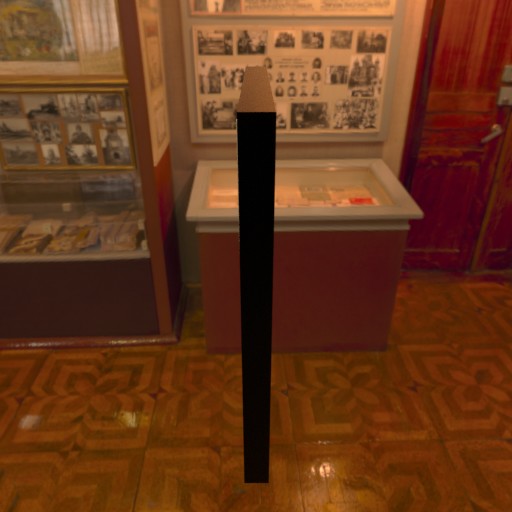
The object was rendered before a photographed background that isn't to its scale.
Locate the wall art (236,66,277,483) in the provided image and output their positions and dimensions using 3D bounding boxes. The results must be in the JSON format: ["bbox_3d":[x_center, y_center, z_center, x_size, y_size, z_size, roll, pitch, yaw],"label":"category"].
[{"bbox_3d":[0.000,0.000,0.751,0.039,0.553,0.451,0,28,0],"label":"wall art"}]
